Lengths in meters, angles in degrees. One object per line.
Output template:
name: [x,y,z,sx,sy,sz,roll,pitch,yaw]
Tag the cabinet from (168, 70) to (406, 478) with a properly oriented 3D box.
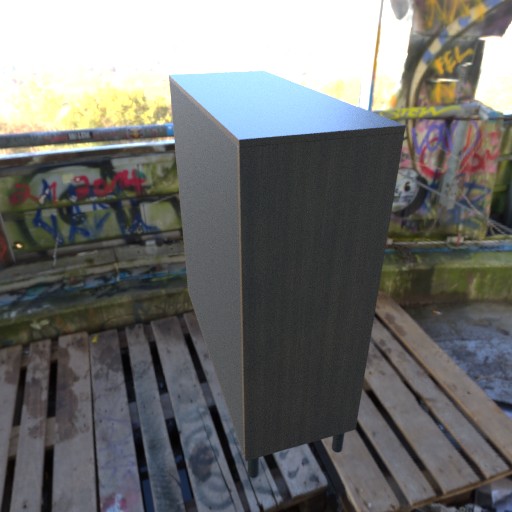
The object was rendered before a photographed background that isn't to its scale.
cabinet: [0.000,0.000,1.674,0.400,1.170,1.010,-9,31,-15]
